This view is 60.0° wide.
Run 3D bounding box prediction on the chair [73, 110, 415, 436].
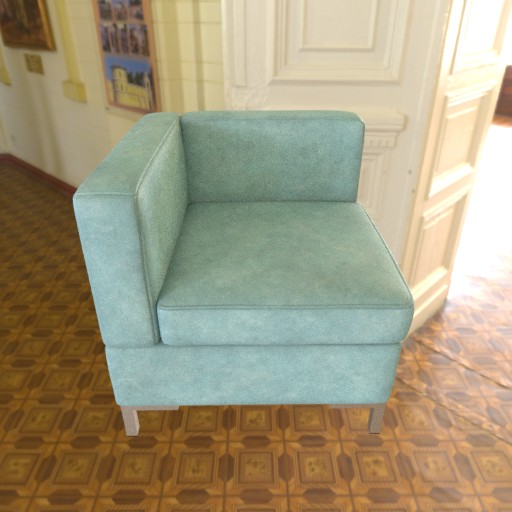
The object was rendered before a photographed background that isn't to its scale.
[{"bbox_3d":[0.000,0.000,1.223,0.684,0.660,0.691,0,30,-1],"label":"chair"}]
